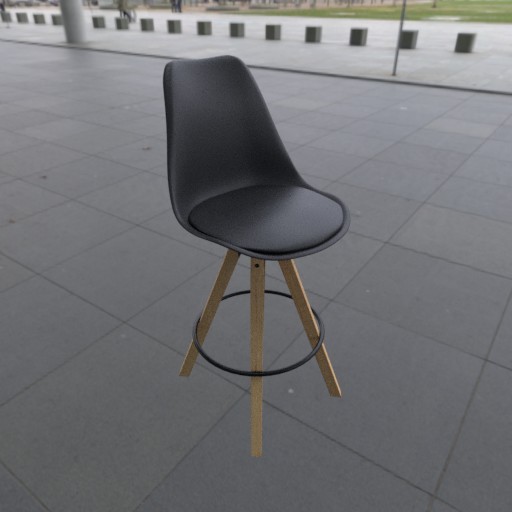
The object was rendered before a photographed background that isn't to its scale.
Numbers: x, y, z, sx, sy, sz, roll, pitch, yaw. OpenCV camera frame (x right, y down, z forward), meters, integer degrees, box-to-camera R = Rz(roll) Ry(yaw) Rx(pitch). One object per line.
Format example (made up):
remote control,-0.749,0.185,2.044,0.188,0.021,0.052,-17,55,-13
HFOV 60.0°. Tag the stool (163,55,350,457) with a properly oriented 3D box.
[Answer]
stool,0.000,0.000,1.409,0.485,1.115,0.550,-23,38,-33
